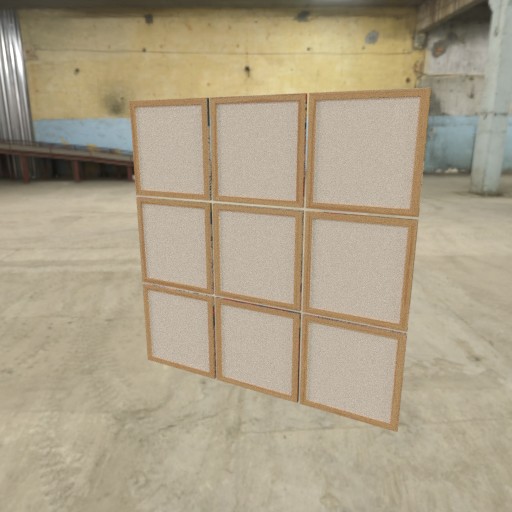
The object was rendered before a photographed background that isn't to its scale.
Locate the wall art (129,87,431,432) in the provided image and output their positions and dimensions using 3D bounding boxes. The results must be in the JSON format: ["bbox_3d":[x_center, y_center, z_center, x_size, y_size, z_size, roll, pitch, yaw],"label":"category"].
[{"bbox_3d":[0.000,0.000,1.337,0.904,0.913,0.013,8,17,26],"label":"wall art"}]
